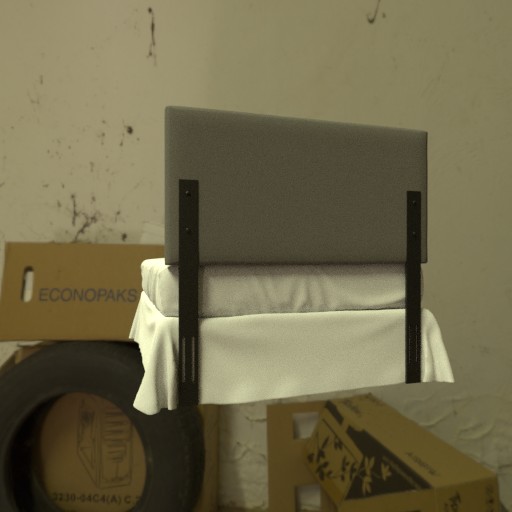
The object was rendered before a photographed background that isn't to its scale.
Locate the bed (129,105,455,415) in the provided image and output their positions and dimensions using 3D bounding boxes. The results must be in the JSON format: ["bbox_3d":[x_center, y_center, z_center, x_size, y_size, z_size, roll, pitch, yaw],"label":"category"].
[{"bbox_3d":[0.000,0.000,3.504,1.936,1.577,2.222,0,0,-17],"label":"bed"}]
